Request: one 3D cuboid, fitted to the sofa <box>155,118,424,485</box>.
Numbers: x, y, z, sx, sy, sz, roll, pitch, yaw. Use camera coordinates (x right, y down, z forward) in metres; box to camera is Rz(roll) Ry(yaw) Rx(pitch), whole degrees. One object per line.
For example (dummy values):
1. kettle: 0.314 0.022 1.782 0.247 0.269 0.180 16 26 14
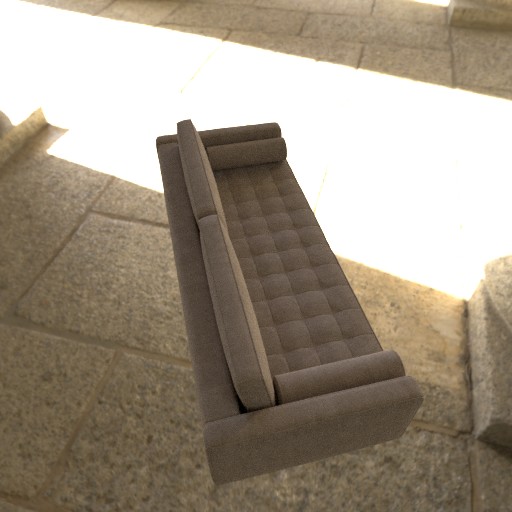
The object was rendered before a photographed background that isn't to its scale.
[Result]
1. sofa: 0.000 0.000 2.558 0.919 0.770 2.200 -10 48 -9
